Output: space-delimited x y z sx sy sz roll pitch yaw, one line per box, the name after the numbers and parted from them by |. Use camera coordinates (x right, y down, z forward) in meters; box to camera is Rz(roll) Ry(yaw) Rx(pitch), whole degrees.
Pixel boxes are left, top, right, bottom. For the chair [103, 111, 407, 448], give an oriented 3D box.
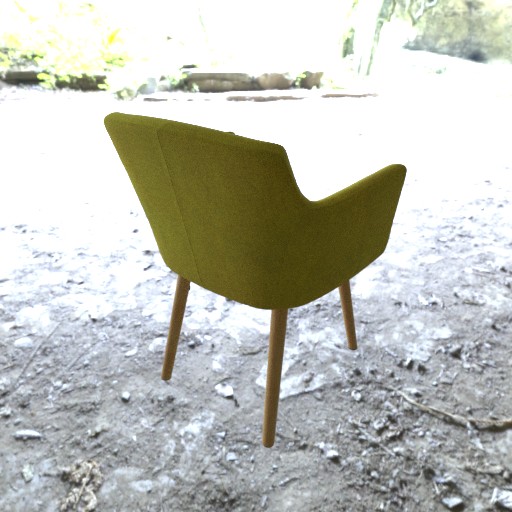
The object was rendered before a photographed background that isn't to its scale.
0.000 0.000 1.168 0.570 0.780 0.570 21 35 32 | chair
